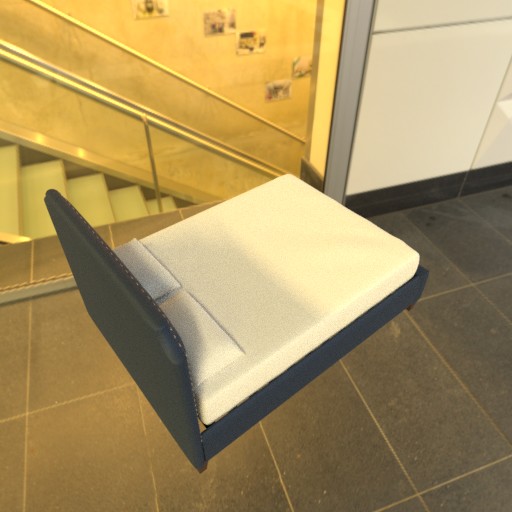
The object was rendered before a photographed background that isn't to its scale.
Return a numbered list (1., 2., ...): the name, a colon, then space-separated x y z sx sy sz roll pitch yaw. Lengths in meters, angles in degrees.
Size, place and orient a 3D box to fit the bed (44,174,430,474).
1. bed: 0.000 0.000 3.425 2.372 1.443 1.712 -29 49 -28
